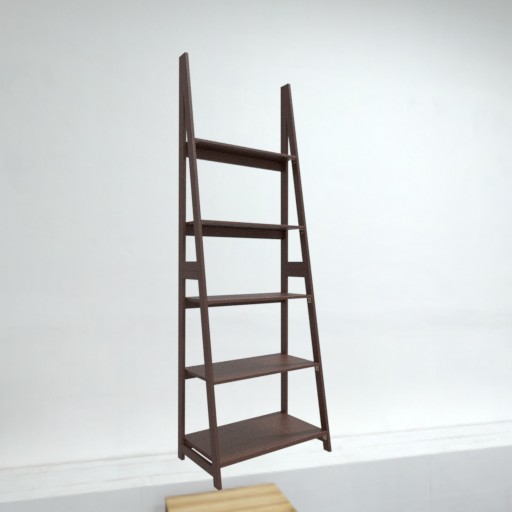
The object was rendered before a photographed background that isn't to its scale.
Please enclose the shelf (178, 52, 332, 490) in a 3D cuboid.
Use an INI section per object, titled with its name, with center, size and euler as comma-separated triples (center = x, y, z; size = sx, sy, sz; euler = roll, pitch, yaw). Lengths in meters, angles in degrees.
[shelf]
center = 0.000, 0.000, 1.991
size = 0.600, 1.770, 0.350
euler = 1, -1, -36
